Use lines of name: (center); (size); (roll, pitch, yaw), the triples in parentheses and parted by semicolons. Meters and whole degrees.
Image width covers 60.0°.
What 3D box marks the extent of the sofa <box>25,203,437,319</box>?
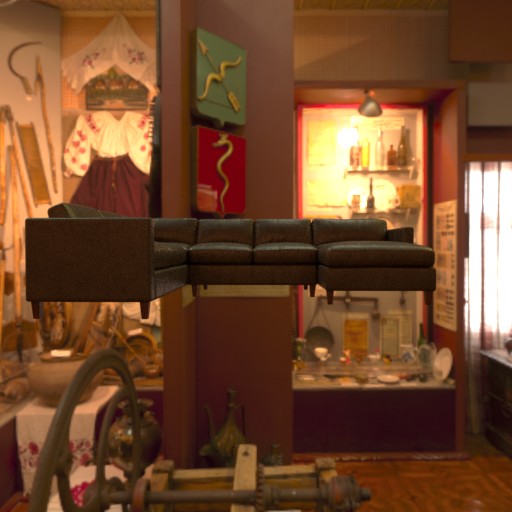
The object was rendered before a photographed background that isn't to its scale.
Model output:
sofa: (0.000, 0.000, 4.414); (3.324, 0.891, 2.452); (0, 1, 1)
